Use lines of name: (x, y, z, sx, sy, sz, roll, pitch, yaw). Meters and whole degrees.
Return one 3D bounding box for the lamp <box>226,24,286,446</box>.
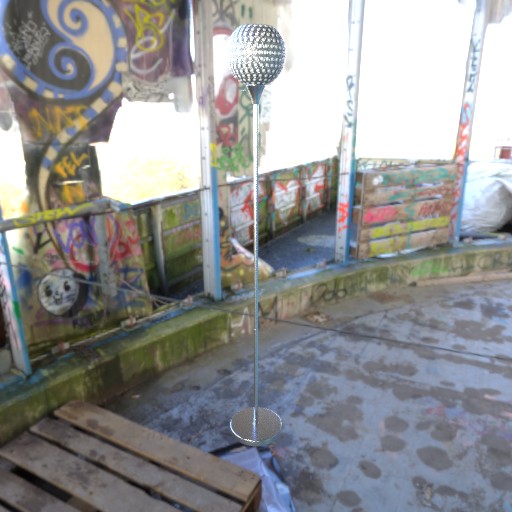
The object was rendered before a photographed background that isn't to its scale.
lamp: (0.000, 0.000, 1.940, 0.254, 1.805, 0.254, 0, 18, 0)
